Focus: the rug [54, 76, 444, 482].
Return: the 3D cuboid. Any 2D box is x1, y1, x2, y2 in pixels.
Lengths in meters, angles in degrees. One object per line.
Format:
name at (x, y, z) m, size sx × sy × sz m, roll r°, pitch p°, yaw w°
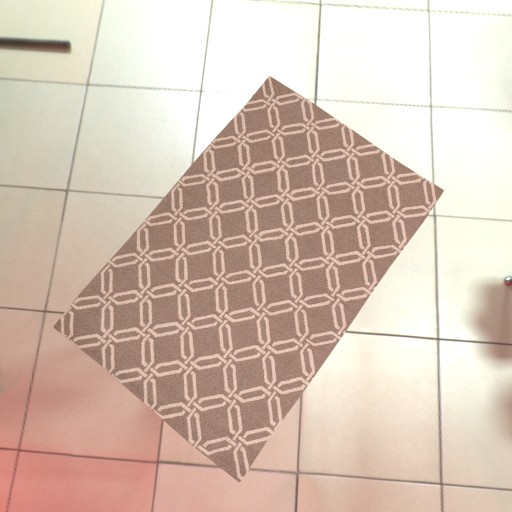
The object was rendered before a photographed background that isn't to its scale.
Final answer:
rug at (0.000, 0.000, 2.209) m, size 1.142 × 0.010 × 1.748 m, roll 36°, pitch 79°, yaw 8°
